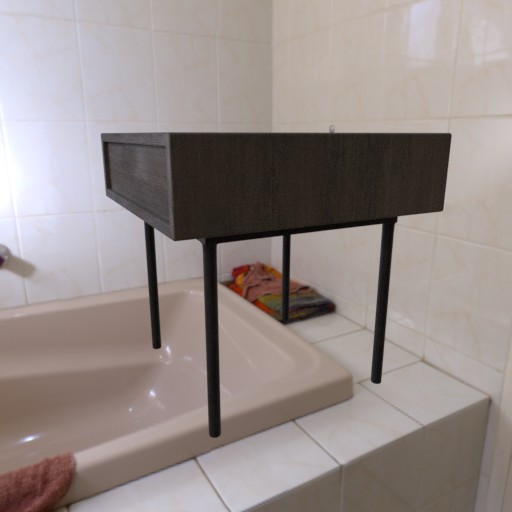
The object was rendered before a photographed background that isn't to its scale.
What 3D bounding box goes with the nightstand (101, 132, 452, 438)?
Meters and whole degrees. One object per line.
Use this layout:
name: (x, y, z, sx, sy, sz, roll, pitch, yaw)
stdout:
nightstand: (0.000, 0.000, 0.930, 0.503, 0.497, 0.502, -8, 17, -27)
